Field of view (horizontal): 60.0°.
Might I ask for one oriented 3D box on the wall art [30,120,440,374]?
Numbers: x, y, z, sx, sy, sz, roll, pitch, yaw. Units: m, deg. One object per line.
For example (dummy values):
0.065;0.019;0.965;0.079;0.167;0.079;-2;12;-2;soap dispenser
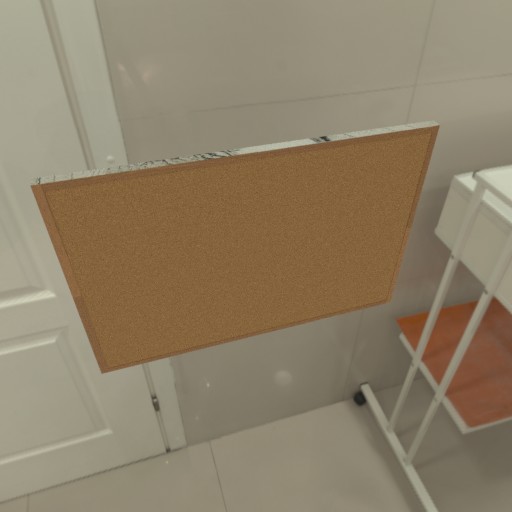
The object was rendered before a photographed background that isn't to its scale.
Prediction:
0.000;0.000;1.446;1.141;0.758;0.035;-12;42;-13;wall art
